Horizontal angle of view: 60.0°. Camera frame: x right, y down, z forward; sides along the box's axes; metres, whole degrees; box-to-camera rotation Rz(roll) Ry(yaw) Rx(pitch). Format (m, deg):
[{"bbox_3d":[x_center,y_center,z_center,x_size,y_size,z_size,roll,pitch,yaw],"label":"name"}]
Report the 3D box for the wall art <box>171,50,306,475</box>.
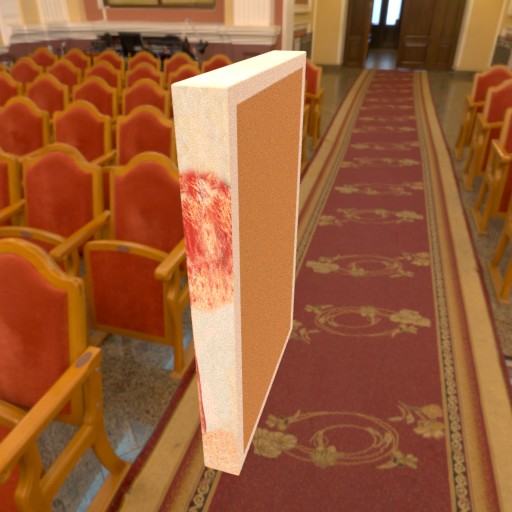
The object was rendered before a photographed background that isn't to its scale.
[{"bbox_3d":[0.000,0.000,0.473,0.039,0.380,0.251,8,30,15],"label":"wall art"}]
